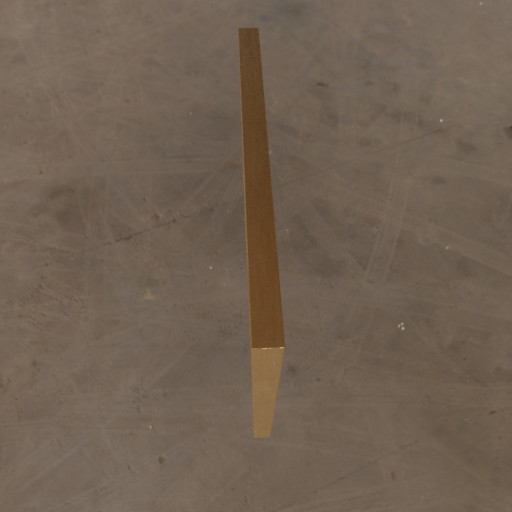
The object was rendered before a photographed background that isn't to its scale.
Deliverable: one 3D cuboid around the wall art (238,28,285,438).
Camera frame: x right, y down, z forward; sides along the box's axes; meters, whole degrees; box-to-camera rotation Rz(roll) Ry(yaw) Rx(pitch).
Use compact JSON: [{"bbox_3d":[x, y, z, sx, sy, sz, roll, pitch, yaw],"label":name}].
[{"bbox_3d":[0.000,0.000,0.454,0.019,0.302,0.302,-2,59,-1],"label":"wall art"}]
